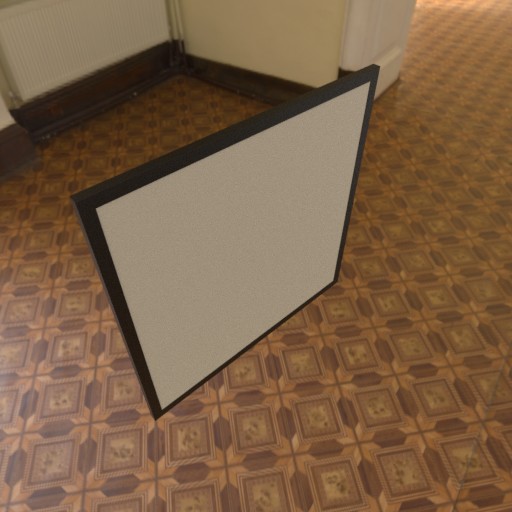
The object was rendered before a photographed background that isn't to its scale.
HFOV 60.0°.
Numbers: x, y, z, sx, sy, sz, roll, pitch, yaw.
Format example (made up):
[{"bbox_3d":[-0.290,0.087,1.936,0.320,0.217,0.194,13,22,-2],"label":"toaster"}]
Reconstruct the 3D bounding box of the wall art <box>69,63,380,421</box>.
[{"bbox_3d":[0.000,0.000,1.200,0.807,0.807,0.022,-32,54,-28],"label":"wall art"}]
